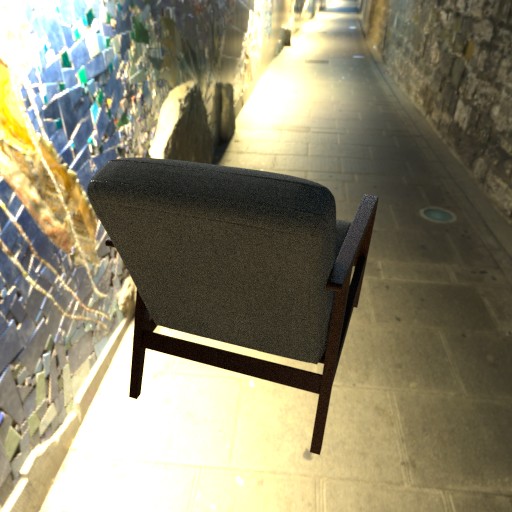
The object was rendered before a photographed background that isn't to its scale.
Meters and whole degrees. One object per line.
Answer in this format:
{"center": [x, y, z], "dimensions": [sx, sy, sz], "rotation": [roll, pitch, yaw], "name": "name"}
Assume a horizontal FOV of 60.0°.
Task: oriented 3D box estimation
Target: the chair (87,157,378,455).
{"center": [0.000, 0.000, 1.506], "dimensions": [0.704, 0.847, 0.858], "rotation": [10, 33, 16], "name": "chair"}
